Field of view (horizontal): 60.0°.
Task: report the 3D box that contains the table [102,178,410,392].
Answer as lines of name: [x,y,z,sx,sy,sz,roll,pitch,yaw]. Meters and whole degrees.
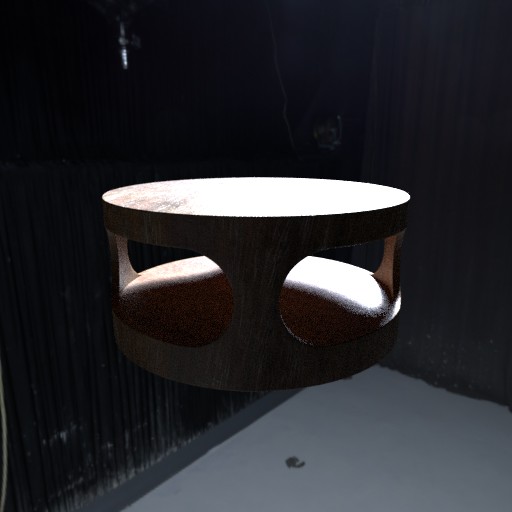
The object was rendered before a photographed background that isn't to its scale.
table: [0.000,0.000,1.536,0.974,0.450,0.974,0,15,0]
